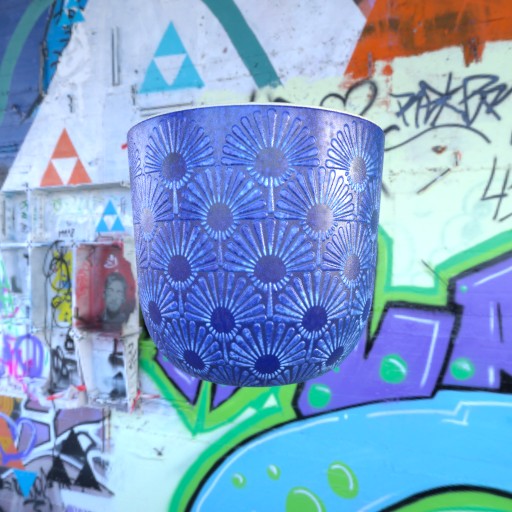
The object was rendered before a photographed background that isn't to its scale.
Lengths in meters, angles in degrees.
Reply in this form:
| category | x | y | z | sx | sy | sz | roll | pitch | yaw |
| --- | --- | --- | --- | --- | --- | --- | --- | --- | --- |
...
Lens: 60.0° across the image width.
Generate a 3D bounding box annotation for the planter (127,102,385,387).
| category | x | y | z | sx | sy | sz | roll | pitch | yaw |
| --- | --- | --- | --- | --- | --- | --- | --- | --- | --- |
| planter | 0.000 | 0.000 | 0.370 | 0.206 | 0.190 | 0.206 | 0 | 1 | 0 |
